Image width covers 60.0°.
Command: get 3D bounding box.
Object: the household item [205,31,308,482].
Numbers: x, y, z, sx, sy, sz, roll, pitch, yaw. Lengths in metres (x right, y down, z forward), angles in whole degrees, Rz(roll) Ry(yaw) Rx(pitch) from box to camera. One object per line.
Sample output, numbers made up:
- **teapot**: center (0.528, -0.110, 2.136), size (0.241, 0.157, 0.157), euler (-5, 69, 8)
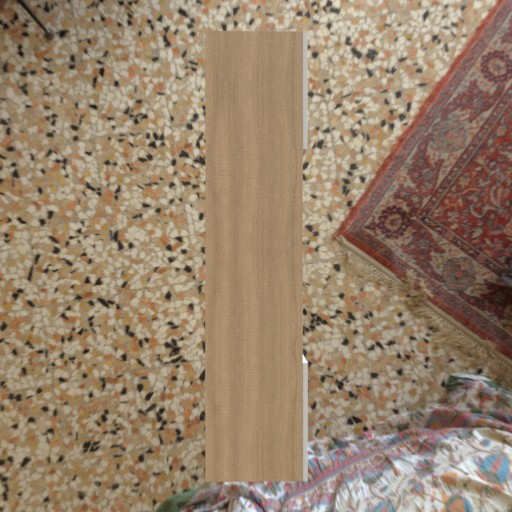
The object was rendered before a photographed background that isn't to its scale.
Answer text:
- **household item**: center (0.000, 0.000, 1.975), size (0.420, 0.310, 1.850), euler (0, 90, -1)
